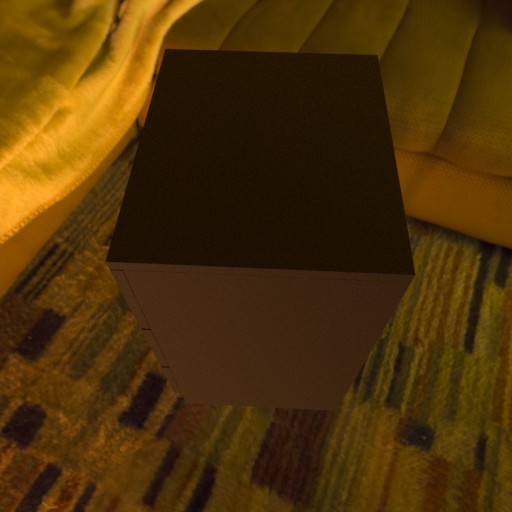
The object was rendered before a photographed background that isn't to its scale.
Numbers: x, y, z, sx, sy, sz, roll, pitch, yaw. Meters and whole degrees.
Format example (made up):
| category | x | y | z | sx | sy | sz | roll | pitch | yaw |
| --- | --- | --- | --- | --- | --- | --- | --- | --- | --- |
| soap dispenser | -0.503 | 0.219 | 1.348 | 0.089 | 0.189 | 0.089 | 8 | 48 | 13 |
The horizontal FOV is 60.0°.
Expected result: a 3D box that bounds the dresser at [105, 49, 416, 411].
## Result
| category | x | y | z | sx | sy | sz | roll | pitch | yaw |
| --- | --- | --- | --- | --- | --- | --- | --- | --- | --- |
| dresser | 0.000 | 0.000 | 0.819 | 0.360 | 0.560 | 0.400 | 2 | 57 | 2 |
